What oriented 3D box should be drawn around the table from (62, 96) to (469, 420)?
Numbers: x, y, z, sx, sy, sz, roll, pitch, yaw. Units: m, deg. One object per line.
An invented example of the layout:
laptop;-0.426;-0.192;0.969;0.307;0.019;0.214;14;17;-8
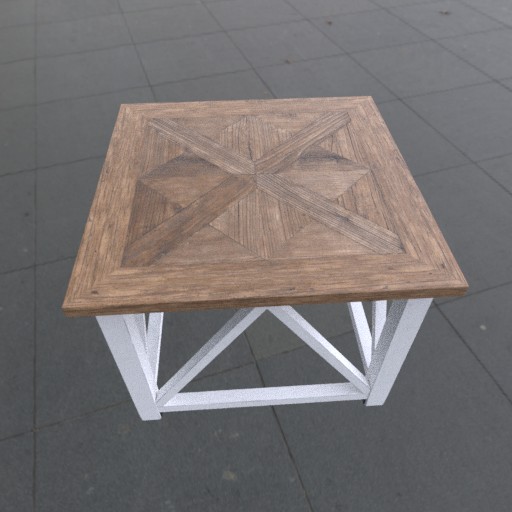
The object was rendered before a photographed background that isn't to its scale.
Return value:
table;0.000;0.000;1.190;0.700;0.532;0.700;-3;47;-3
